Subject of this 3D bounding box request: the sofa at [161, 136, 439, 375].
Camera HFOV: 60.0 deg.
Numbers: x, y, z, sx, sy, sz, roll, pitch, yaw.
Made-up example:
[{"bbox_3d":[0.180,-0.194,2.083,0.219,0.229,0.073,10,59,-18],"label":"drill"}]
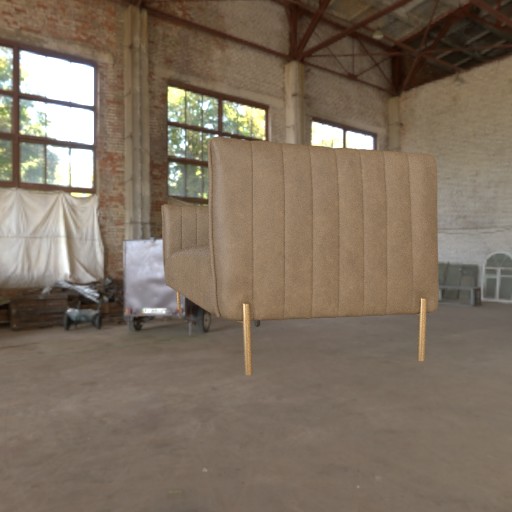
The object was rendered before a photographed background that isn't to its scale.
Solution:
[{"bbox_3d":[0.000,0.000,2.440,0.876,0.779,1.980,0,0,-17],"label":"sofa"}]
